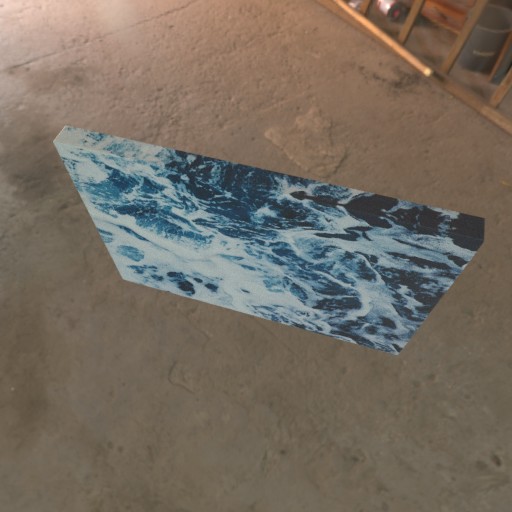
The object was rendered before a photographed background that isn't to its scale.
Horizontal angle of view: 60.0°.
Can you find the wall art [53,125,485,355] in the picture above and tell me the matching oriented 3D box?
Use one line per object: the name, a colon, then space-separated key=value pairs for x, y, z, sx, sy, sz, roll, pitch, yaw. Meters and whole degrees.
wall art: x=0.000 y=0.000 z=0.781 sx=0.609 sy=0.407 sz=0.043 roll=14 pitch=58 yaw=9
